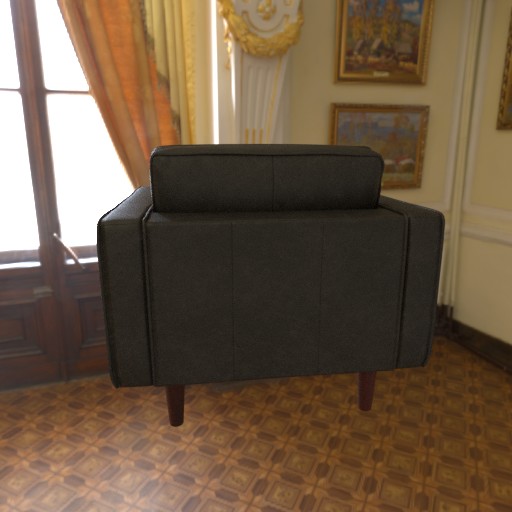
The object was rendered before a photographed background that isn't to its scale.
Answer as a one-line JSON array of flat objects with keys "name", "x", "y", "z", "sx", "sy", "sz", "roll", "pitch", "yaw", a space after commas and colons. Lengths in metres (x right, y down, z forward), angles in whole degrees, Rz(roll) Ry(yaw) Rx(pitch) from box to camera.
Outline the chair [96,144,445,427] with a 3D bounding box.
[{"name": "chair", "x": 0.000, "y": 0.000, "z": 1.551, "sx": 0.889, "sy": 0.763, "sz": 0.914, "roll": -2, "pitch": 15, "yaw": -7}]
